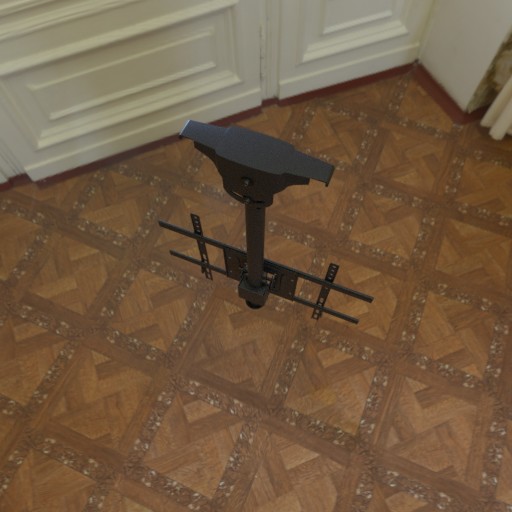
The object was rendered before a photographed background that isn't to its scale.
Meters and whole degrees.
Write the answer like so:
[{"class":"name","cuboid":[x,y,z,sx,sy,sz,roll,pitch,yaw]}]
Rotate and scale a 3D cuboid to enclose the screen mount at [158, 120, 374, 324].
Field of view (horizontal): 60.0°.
[{"class":"screen mount","cuboid":[0.000,0.000,1.053,0.595,0.775,0.090,20,65,10]}]
